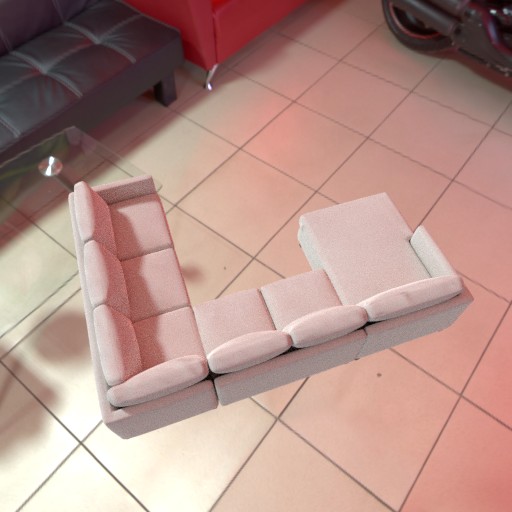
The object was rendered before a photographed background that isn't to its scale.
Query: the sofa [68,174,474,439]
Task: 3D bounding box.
[{"bbox_3d":[0.000,0.000,4.655,3.459,0.956,2.593,-16,59,-10],"label":"sofa"}]
